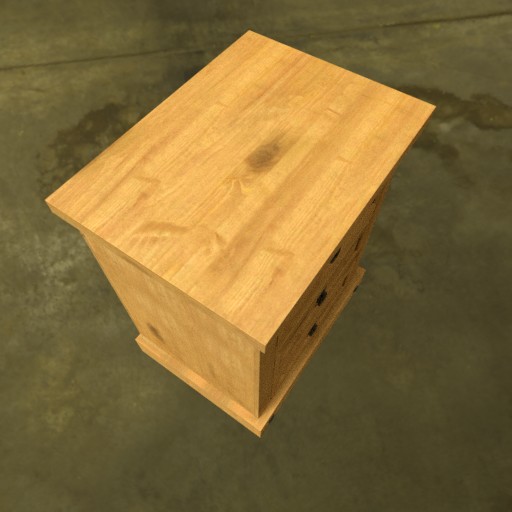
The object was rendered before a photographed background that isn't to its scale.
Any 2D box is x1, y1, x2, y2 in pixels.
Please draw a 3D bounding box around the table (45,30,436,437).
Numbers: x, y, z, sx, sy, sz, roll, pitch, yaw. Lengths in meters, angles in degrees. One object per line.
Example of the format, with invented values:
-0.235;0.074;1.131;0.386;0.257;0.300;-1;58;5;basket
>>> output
0.000;0.000;1.238;0.500;0.813;0.660;31;63;17;table
